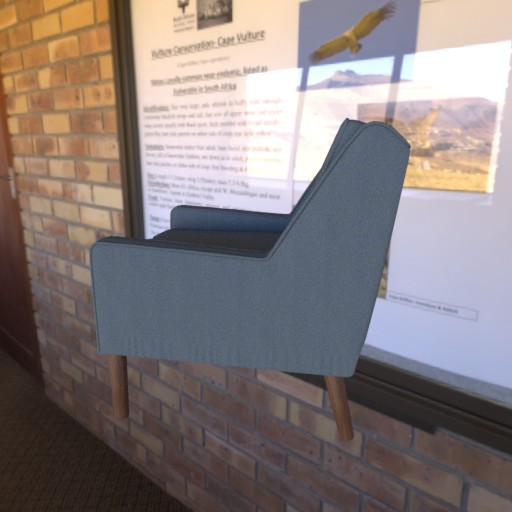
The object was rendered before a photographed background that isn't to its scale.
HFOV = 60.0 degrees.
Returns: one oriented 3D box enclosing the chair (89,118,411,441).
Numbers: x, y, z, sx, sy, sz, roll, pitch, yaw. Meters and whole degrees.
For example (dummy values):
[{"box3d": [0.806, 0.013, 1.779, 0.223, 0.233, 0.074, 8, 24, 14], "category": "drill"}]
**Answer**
[{"box3d": [0.000, 0.000, 1.334, 0.733, 0.780, 0.663, 2, 15, 9], "category": "chair"}]
